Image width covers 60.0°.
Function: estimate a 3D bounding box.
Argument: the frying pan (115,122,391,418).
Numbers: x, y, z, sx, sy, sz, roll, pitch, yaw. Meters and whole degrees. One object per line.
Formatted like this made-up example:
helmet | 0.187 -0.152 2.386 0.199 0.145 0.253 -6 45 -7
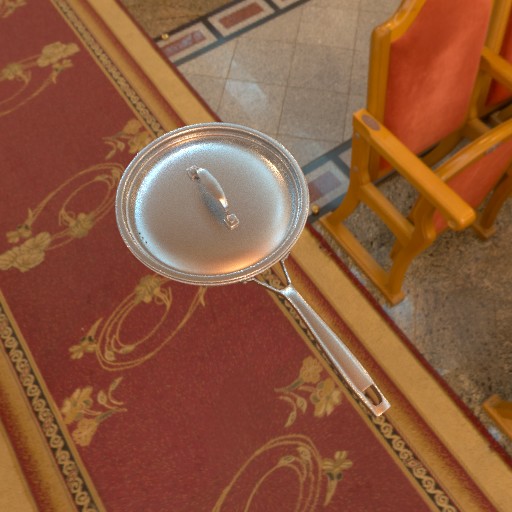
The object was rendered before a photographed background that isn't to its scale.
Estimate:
frying pan | 0.000 0.000 0.594 0.272 0.086 0.490 -31 67 -15
